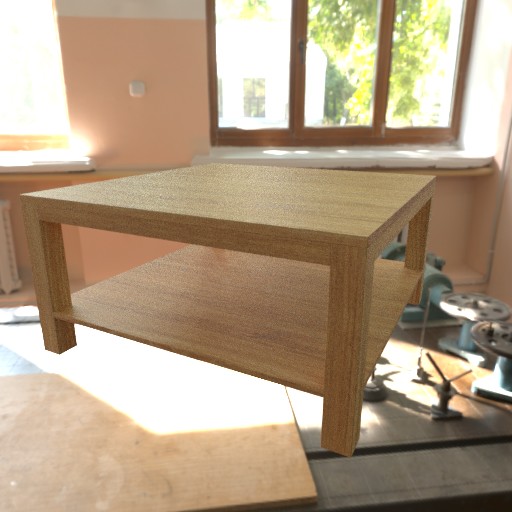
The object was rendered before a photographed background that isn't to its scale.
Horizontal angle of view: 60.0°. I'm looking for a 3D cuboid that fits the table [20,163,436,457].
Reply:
[{"bbox_3d":[0.000,0.000,1.385,0.900,0.450,0.900,9,20,27],"label":"table"}]
